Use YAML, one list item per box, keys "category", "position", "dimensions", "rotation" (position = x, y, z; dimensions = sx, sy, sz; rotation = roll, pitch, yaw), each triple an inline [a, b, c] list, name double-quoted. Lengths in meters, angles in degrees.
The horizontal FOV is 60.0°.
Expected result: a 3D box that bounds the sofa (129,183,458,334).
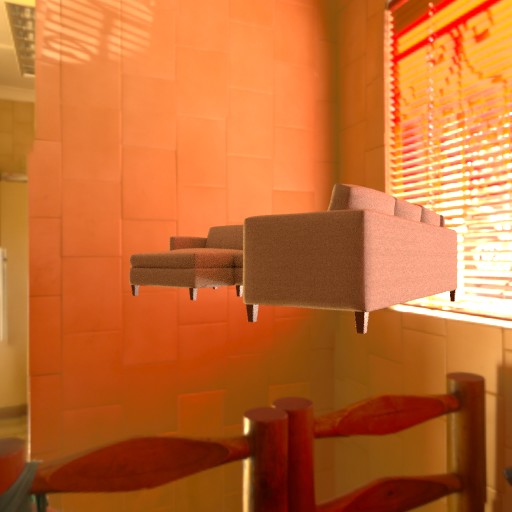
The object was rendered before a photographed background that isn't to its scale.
- category: "sofa"
  position: [0.000, 0.000, 4.656]
  dimensions: [3.460, 0.961, 2.594]
  rotation: [0, 0, 36]
